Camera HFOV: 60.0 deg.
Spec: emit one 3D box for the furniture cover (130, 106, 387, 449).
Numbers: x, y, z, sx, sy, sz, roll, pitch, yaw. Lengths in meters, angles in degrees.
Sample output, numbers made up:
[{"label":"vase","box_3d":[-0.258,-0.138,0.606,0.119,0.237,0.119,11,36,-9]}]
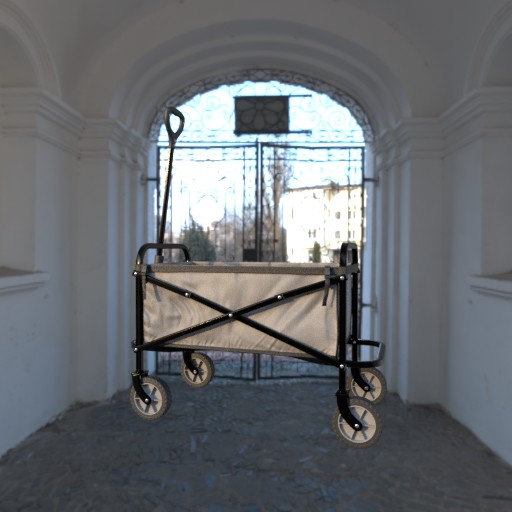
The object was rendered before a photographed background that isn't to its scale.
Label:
[{"label":"furniture cover","box_3d":[0.000,0.000,1.846,1.038,1.295,0.532,0,1,18]}]
